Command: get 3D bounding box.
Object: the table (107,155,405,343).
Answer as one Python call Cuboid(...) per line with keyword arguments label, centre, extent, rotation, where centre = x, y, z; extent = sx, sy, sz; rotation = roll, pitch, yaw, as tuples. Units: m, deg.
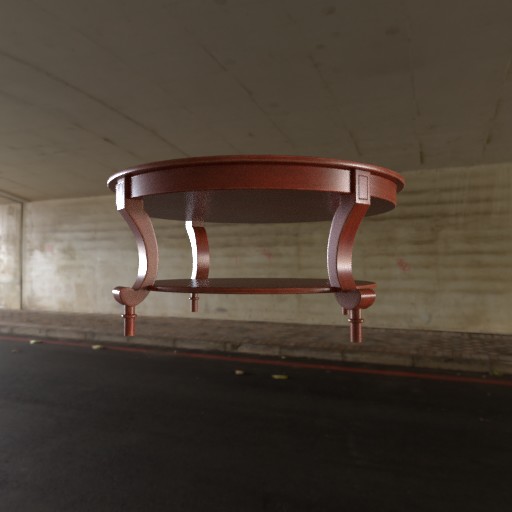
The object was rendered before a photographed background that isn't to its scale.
Cuboid(label="table", centre=(0.000, 0.000, 1.605), extent=(1.029, 0.486, 1.029), rotation=(0, -1, 0))
